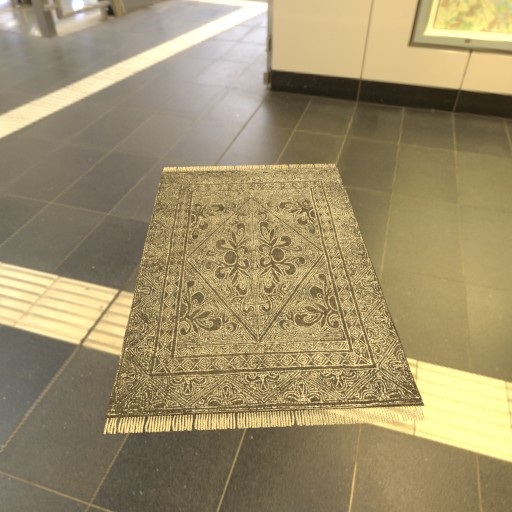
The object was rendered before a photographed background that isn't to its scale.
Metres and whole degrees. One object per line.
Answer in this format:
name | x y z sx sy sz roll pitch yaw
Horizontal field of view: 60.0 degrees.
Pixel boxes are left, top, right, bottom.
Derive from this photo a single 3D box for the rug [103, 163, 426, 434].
rug | 0.000 0.000 2.979 1.529 0.010 2.440 -2 41 -2
